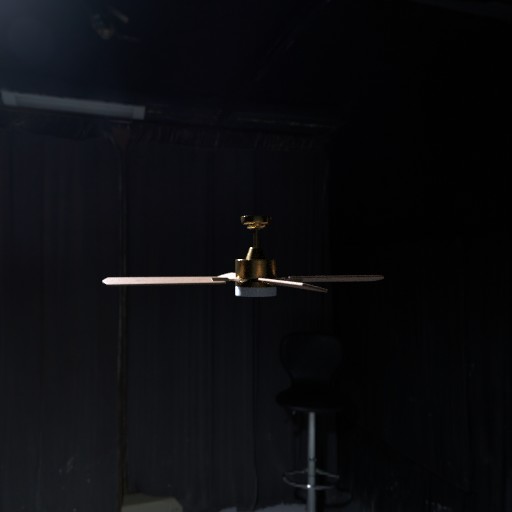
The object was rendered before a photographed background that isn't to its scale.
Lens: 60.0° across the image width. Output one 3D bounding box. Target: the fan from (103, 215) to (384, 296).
[{"bbox_3d":[0.000,0.000,2.020,1.320,0.355,1.320,0,-1,-17],"label":"fan"}]
